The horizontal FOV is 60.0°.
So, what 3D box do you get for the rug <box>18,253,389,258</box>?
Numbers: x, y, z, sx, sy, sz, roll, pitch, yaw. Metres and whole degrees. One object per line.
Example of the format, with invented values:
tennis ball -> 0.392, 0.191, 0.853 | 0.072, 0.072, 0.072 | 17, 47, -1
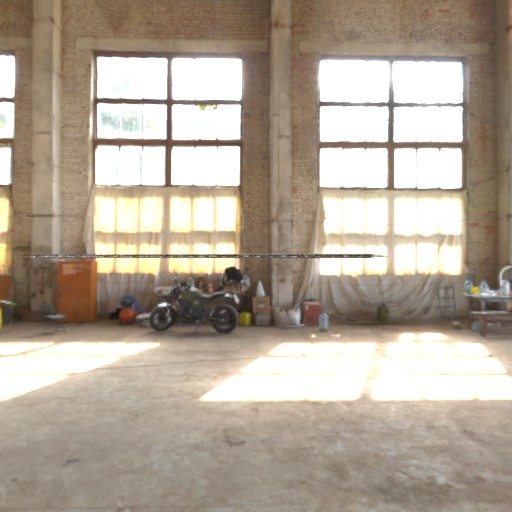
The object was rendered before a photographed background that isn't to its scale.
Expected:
rug -> 0.000, 0.000, 3.812 | 2.125, 0.028, 3.027 | 0, 0, 18
